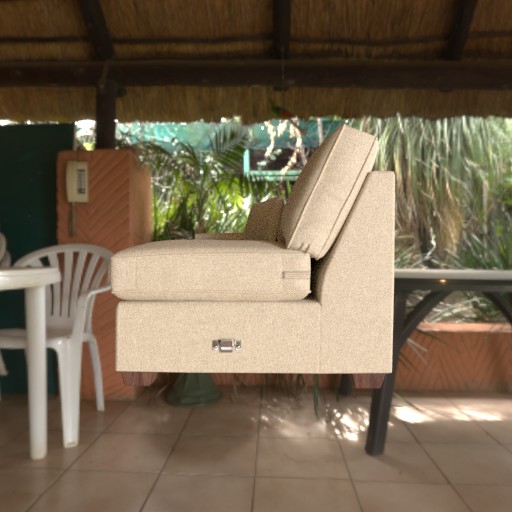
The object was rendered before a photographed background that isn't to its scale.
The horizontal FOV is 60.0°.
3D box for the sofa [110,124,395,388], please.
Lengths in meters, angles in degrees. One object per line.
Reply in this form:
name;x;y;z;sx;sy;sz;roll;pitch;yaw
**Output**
sofa;0.000;0.000;2.522;1.034;0.946;1.962;0;0;1
